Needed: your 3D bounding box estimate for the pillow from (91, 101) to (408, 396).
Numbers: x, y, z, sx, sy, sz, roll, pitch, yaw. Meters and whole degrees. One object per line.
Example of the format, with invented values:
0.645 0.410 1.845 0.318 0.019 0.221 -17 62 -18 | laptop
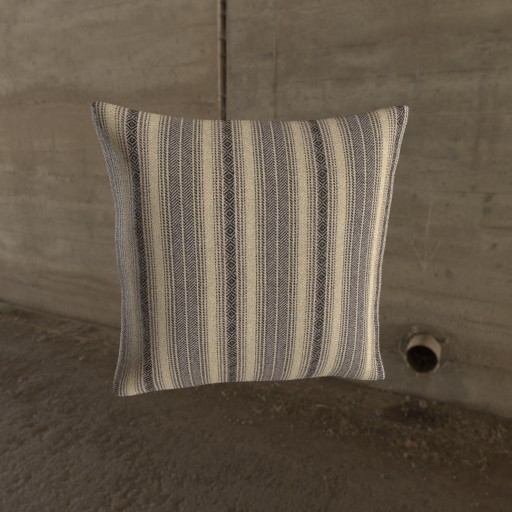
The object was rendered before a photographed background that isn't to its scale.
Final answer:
0.000 0.000 0.776 0.520 0.508 0.166 -2 14 -7 | pillow
